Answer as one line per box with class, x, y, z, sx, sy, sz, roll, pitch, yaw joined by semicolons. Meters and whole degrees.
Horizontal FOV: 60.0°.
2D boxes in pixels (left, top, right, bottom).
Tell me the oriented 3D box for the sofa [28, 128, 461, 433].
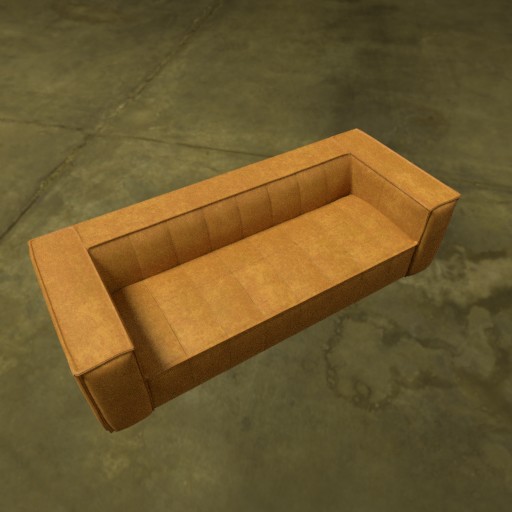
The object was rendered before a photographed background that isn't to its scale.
sofa;0.000;0.000;2.992;2.581;0.701;1.102;-23;50;-22
